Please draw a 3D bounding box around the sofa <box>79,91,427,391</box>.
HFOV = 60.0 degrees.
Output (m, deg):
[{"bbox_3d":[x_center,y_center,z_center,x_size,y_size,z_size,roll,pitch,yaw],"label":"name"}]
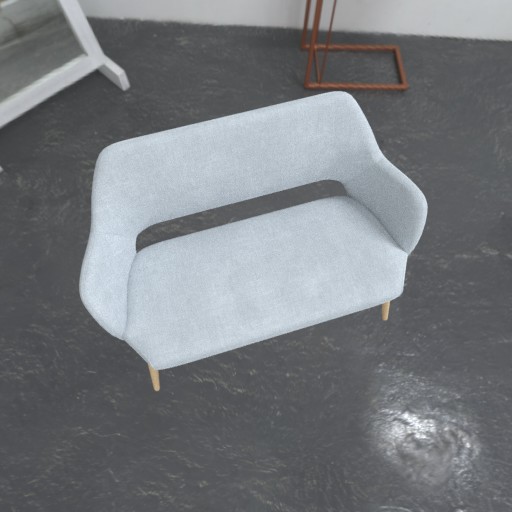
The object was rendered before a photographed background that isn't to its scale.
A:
[{"bbox_3d":[0.000,0.000,1.623,1.150,0.840,0.610,-16,66,-7],"label":"sofa"}]
